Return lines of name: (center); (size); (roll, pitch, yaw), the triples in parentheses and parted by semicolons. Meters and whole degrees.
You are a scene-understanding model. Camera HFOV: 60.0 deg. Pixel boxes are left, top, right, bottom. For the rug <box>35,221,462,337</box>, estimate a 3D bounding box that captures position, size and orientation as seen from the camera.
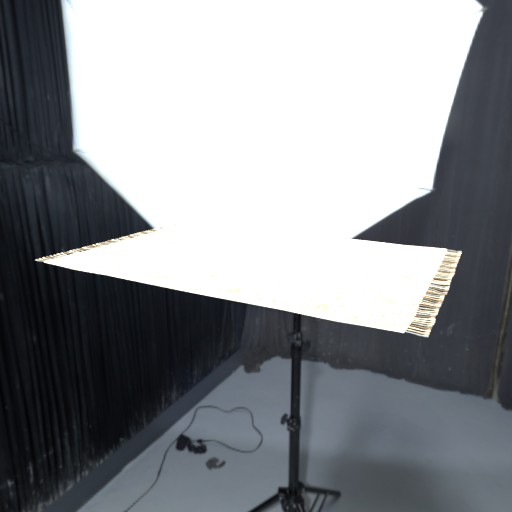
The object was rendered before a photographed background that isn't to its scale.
rug: (0.000, 0.000, 2.286); (1.861, 0.017, 1.218); (8, 17, 27)
